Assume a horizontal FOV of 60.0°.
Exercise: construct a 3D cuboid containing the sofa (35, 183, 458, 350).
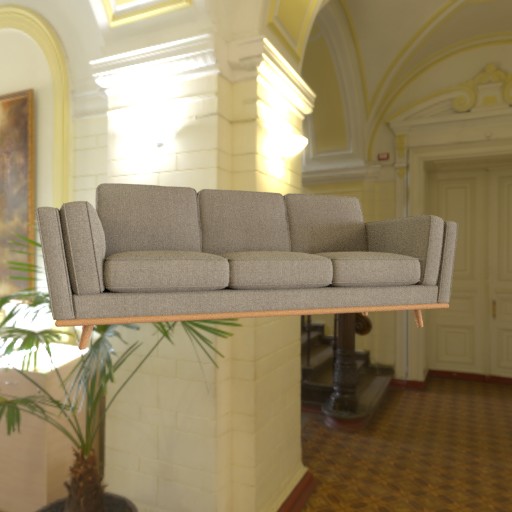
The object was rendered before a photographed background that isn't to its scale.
[{"bbox_3d":[0.000,0.000,2.737,2.362,0.899,0.903,0,0,-20],"label":"sofa"}]
